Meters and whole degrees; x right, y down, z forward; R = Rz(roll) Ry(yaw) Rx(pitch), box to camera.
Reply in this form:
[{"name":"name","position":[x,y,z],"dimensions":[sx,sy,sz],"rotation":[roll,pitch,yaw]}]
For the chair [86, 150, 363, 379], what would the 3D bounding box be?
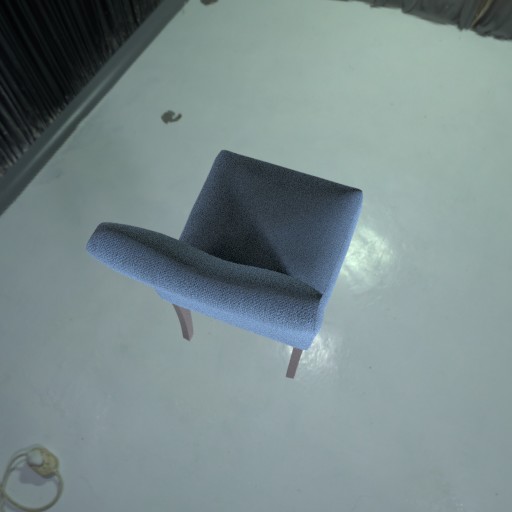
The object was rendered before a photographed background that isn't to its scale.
[{"name":"chair","position":[0.000,0.000,1.258],"dimensions":[0.487,0.882,0.629],"rotation":[18,64,9]}]
